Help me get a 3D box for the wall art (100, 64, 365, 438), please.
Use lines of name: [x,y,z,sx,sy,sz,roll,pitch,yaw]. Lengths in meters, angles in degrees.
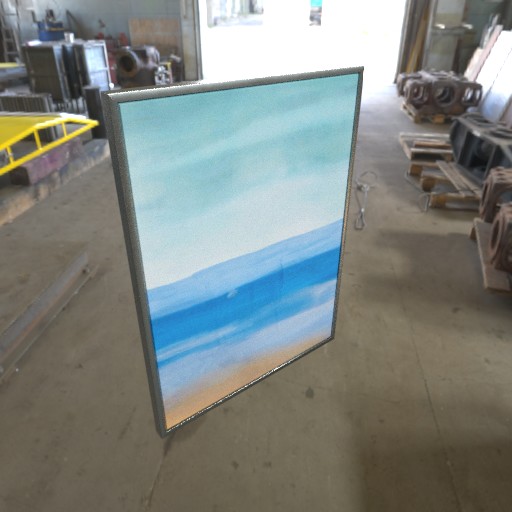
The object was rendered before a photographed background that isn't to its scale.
wall art: [0.000,0.000,1.399,0.803,1.062,0.041,-21,36,-32]
